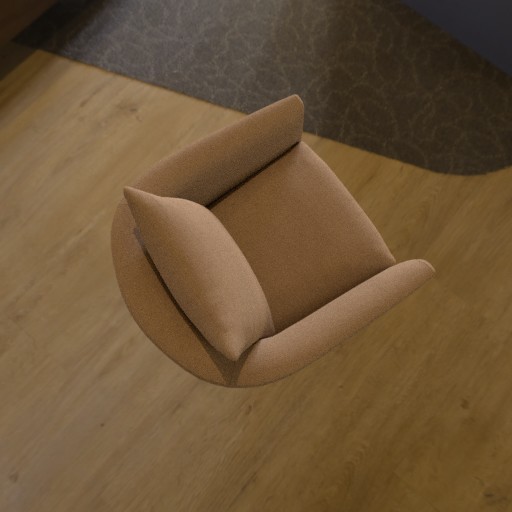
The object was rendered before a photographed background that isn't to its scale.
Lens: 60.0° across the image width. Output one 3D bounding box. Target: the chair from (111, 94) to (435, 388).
[{"bbox_3d":[0.000,0.000,1.634,0.910,0.848,0.845,-32,77,-8],"label":"chair"}]
